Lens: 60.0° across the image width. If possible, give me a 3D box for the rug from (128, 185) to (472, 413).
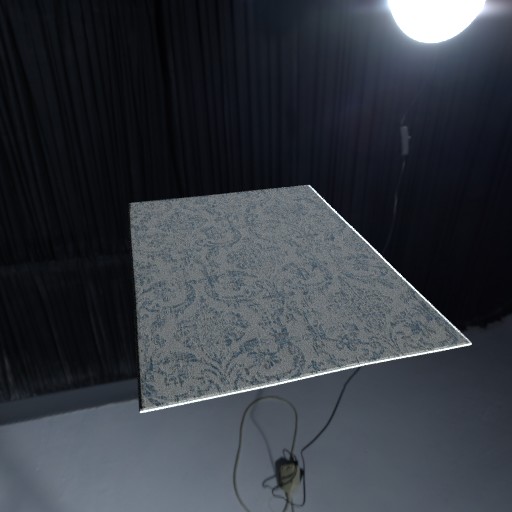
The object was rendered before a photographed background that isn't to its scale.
[{"bbox_3d":[0.000,0.000,2.898,1.586,0.014,2.197,-8,31,-13],"label":"rug"}]
